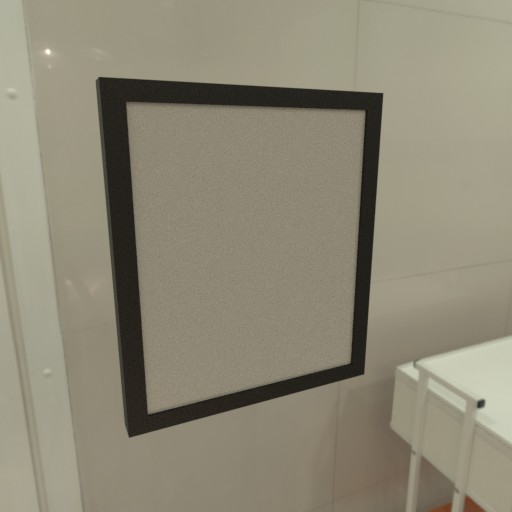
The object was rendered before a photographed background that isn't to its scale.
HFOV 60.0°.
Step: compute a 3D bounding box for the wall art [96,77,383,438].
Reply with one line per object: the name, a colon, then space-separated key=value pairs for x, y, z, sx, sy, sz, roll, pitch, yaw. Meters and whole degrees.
wall art: x=0.000 y=0.000 z=0.533 sx=0.330 sy=0.381 sz=0.029 roll=-7 pitch=16 yaw=-24
